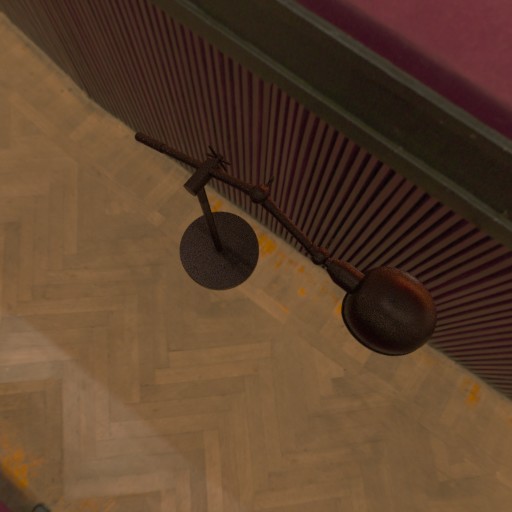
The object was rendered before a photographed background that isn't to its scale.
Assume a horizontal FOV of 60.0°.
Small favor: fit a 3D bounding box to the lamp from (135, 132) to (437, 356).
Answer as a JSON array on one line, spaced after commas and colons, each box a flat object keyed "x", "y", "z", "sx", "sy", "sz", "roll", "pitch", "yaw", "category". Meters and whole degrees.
[{"x": 0.000, "y": 0.000, "z": 0.804, "sx": 0.567, "sy": 0.495, "sz": 0.185, "roll": 38, "pitch": 79, "yaw": 8, "category": "lamp"}]
